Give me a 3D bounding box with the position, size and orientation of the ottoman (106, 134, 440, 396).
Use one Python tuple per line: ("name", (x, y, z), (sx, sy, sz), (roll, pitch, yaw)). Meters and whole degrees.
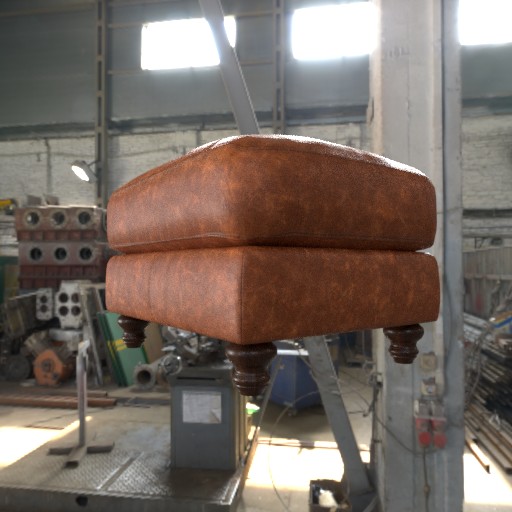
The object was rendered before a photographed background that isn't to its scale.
("ottoman", (0.000, 0.000, 1.280), (0.657, 0.562, 0.832), (1, -2, -36))
